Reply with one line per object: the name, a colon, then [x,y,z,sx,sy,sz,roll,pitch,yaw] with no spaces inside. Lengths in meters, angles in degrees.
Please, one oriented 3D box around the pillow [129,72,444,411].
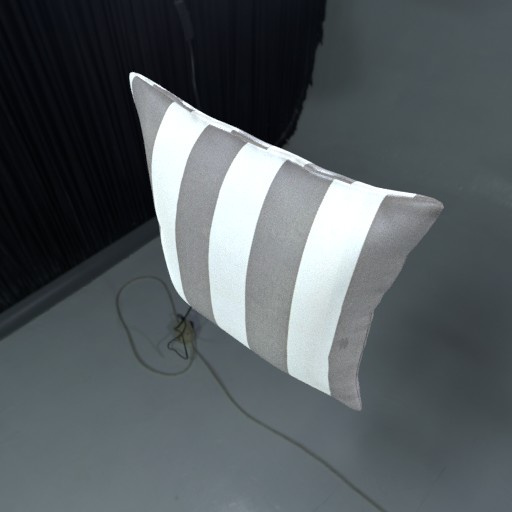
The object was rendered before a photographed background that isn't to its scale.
pillow: [0.000,0.000,0.769,0.522,0.507,0.192,31,54,26]
